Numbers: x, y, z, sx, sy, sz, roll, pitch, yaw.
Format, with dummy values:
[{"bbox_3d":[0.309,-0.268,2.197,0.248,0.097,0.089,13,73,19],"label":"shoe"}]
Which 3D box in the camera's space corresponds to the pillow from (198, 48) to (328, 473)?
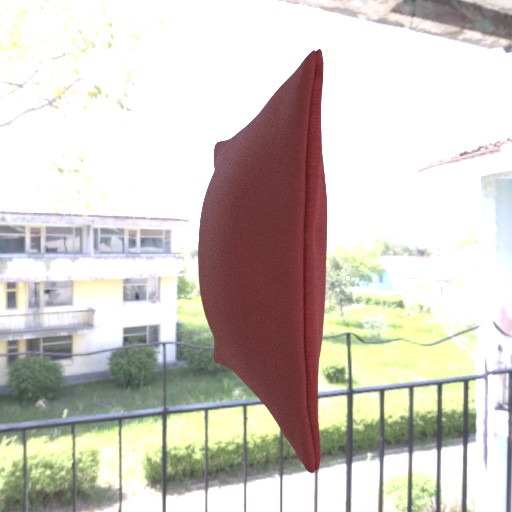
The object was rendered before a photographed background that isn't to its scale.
[{"bbox_3d":[0.000,0.000,0.638,0.151,0.416,0.435,-1,2,-18],"label":"pillow"}]
